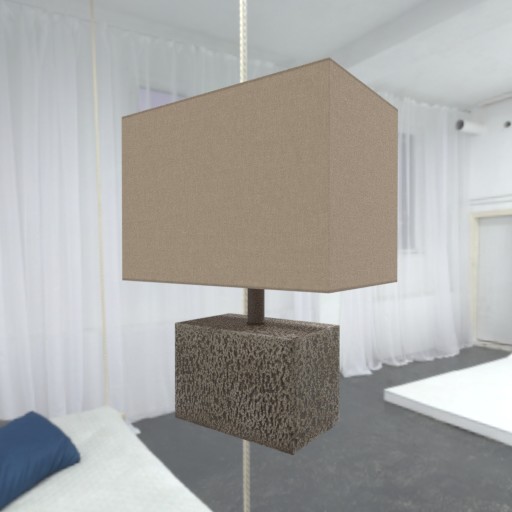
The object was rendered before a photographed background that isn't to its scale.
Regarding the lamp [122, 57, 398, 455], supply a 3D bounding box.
[{"bbox_3d":[0.000,0.000,0.552,0.294,0.411,0.180,0,1,36],"label":"lamp"}]
